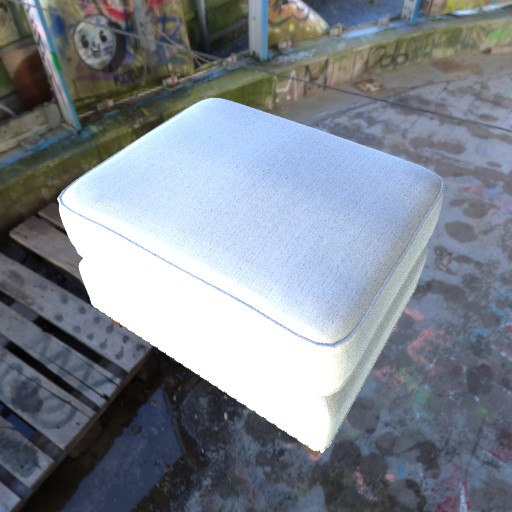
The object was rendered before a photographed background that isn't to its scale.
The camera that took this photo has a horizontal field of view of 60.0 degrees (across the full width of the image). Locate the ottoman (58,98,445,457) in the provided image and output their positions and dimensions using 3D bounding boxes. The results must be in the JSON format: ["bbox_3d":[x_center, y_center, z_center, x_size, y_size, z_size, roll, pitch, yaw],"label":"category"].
[{"bbox_3d":[0.000,0.000,1.133,0.738,0.537,0.589,26,52,22],"label":"ottoman"}]
